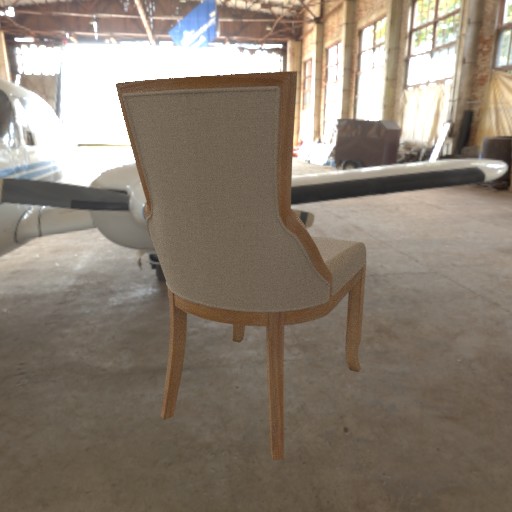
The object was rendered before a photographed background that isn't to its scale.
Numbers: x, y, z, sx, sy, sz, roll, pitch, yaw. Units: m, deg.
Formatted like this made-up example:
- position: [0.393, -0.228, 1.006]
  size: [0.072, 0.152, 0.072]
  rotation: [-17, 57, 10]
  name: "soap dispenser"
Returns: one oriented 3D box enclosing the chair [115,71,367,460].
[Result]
- position: [0.000, 0.000, 1.323]
  size: [0.524, 0.947, 0.641]
  rotation: [8, 18, 27]
  name: "chair"
